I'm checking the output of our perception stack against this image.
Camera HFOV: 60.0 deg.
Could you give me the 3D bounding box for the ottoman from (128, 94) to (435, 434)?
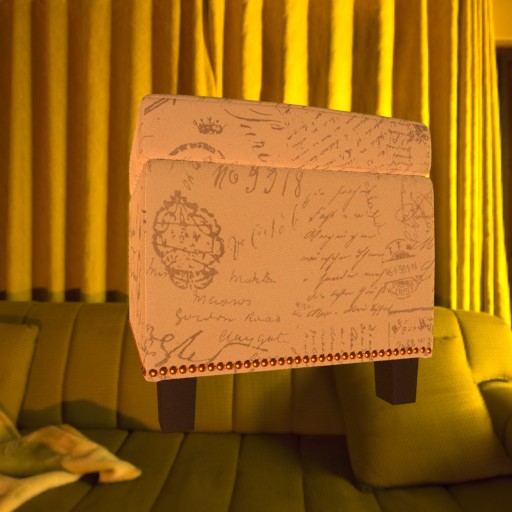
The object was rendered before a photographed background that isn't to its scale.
[{"bbox_3d":[0.000,0.000,0.825,0.449,0.457,0.450,0,0,-18],"label":"ottoman"}]
